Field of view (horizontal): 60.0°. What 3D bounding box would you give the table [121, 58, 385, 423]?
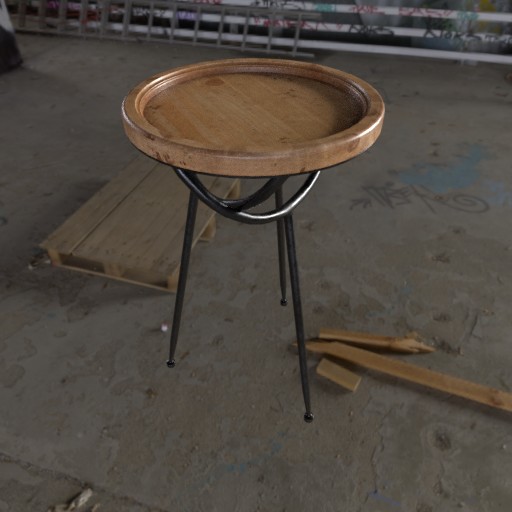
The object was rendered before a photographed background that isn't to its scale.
[{"bbox_3d":[0.000,0.000,0.915,0.414,0.664,0.418,26,46,28],"label":"table"}]
